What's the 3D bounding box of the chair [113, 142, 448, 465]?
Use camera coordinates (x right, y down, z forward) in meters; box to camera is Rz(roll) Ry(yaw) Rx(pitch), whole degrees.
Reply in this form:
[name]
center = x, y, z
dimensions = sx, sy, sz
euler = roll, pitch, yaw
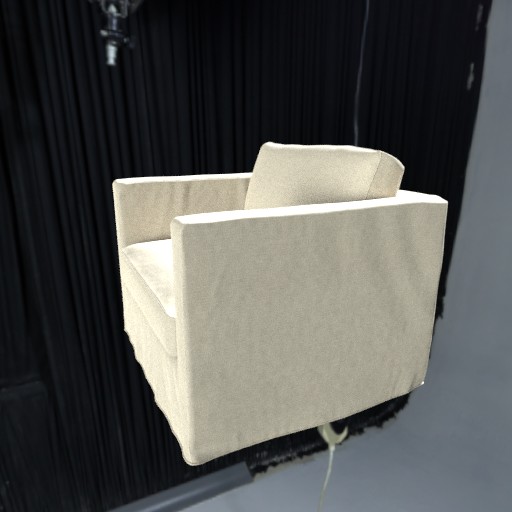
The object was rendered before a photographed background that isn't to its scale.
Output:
[chair]
center = 0.000, 0.000, 1.775
dimensions = 0.949, 0.867, 1.057
euler = -8, 18, -25
